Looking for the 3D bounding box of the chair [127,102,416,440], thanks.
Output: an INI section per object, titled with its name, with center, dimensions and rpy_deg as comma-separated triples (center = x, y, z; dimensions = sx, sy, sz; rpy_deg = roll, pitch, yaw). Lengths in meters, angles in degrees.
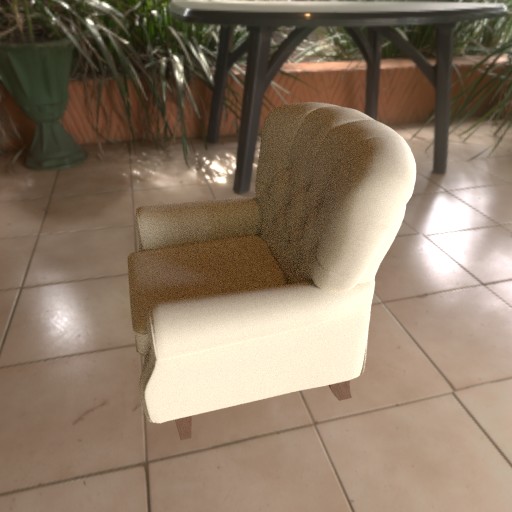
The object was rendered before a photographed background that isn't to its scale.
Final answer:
[chair]
center = 0.000, 0.000, 1.974
dimensions = 1.132, 1.169, 1.035
rpy_deg = -8, 33, -13
